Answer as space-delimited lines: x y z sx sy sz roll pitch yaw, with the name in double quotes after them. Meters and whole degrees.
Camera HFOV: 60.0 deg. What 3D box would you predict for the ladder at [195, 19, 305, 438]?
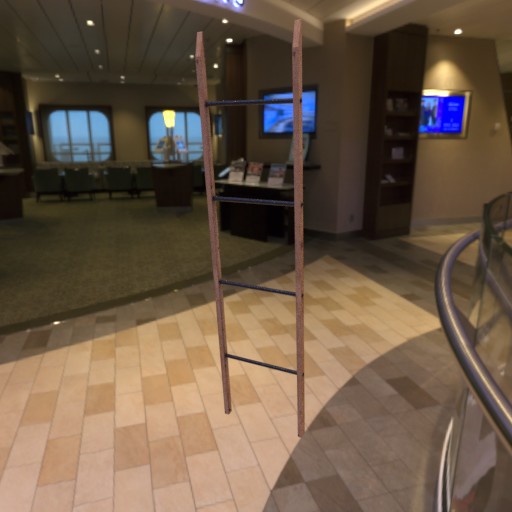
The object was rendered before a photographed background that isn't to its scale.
0.000 0.000 1.949 0.442 1.805 0.200 8 17 26 "ladder"
